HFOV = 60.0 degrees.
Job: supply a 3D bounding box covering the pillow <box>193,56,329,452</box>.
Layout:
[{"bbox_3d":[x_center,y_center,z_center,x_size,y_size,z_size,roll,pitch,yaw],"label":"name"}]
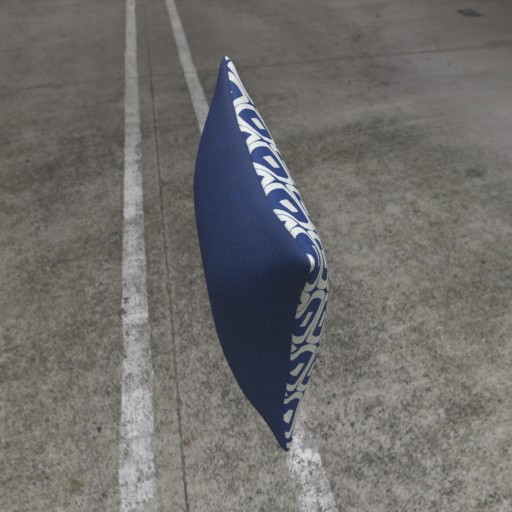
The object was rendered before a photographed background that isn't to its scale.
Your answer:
[{"bbox_3d":[0.000,0.000,0.779,0.188,0.494,0.504,-9,47,-9],"label":"pillow"}]
